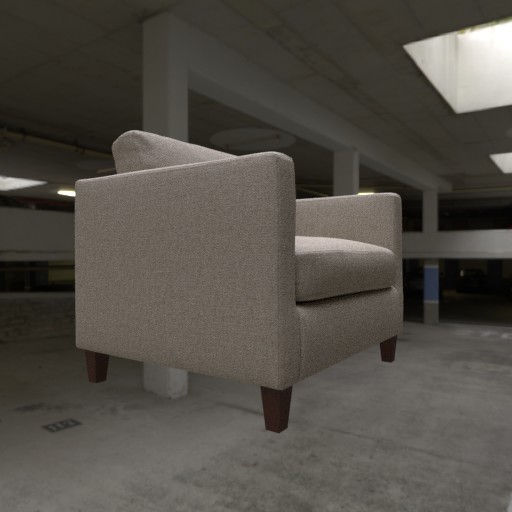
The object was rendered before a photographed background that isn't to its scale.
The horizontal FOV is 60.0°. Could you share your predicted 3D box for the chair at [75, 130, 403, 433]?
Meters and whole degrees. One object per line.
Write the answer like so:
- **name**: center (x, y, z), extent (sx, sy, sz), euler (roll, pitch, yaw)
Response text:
- **chair**: center (0.000, 0.000, 1.852), extent (0.959, 0.961, 1.107), euler (0, 0, 35)
